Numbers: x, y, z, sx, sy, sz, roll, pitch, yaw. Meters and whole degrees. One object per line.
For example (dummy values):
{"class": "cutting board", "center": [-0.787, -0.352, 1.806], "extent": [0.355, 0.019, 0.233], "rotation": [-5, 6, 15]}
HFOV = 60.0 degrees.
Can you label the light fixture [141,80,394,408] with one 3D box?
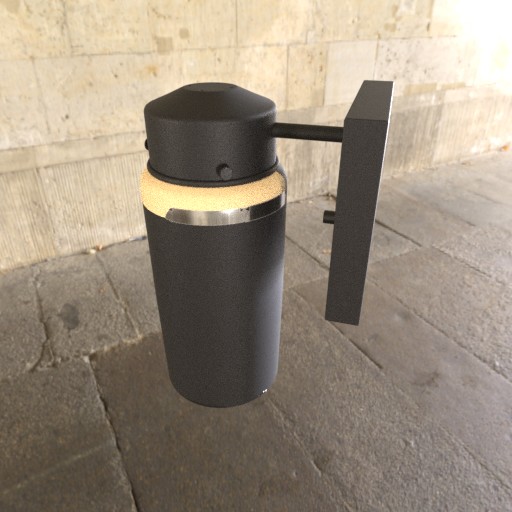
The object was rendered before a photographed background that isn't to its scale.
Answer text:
{"class": "light fixture", "center": [0.000, 0.000, 0.359], "extent": [0.176, 0.257, 0.130], "rotation": [8, 31, 14]}
